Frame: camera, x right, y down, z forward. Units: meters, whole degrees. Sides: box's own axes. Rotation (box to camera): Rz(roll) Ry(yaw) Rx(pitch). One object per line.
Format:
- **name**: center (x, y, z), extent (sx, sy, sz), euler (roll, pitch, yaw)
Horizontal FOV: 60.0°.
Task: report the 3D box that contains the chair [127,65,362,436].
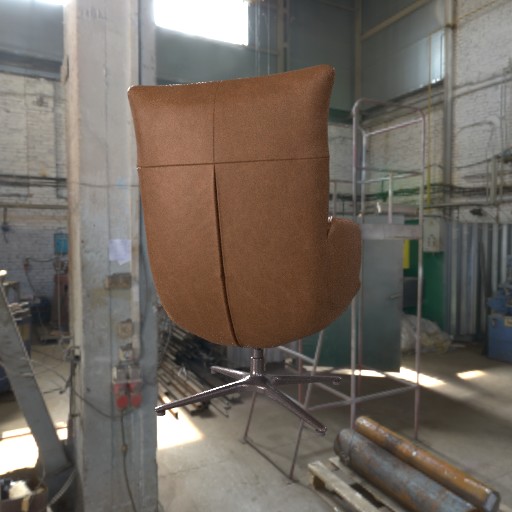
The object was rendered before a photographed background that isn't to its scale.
- **chair**: center (0.000, 0.000, 1.562), extent (0.711, 1.027, 0.794), euler (1, 2, 16)
